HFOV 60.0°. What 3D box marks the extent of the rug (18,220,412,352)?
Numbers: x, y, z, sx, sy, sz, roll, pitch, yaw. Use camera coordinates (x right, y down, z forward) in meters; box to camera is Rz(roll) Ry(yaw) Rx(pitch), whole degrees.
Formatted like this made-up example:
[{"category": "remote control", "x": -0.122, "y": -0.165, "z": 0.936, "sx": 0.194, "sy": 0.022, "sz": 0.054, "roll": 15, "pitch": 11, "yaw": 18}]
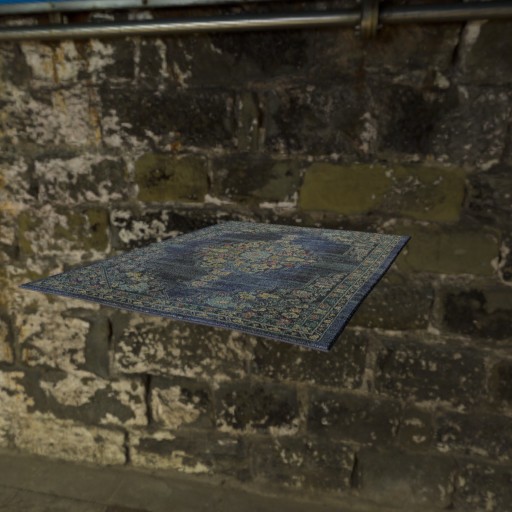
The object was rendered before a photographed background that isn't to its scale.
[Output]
[{"category": "rug", "x": 0.000, "y": 0.000, "z": 4.724, "sx": 2.716, "sy": 0.035, "sz": 3.612, "roll": 7, "pitch": 16, "yaw": 25}]
